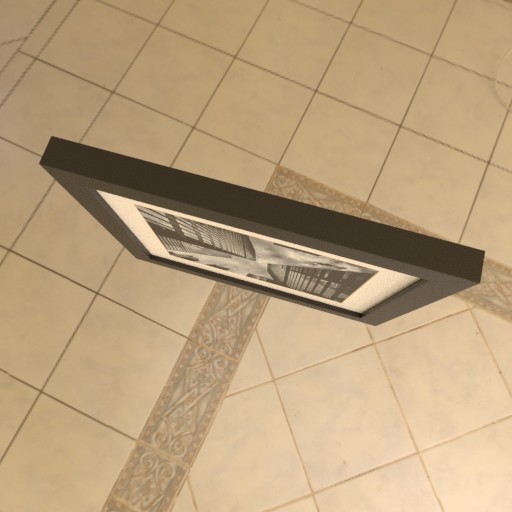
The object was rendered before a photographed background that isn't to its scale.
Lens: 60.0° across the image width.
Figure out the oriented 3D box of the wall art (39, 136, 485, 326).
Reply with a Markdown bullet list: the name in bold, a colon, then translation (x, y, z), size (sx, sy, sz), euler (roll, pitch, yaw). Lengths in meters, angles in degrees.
- **wall art**: translation (0.000, 0.000, 0.526), size (0.381, 0.321, 0.028), euler (15, 76, 4)
